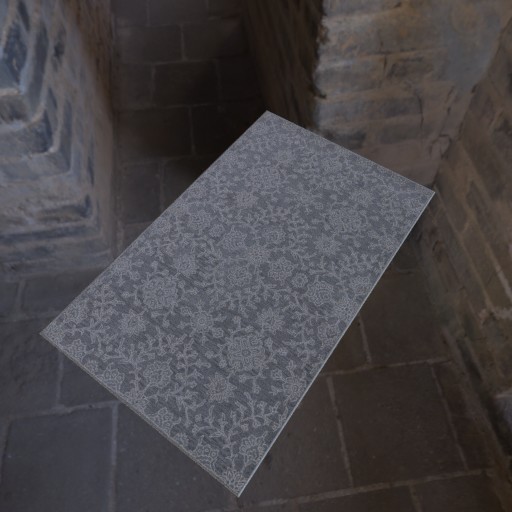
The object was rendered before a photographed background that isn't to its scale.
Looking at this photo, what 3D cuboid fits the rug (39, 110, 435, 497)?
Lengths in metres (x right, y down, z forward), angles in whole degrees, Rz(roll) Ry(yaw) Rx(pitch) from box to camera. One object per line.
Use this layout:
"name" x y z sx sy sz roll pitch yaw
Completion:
"rug" 0.000 0.000 2.986 1.515 0.010 2.430 31 64 18
